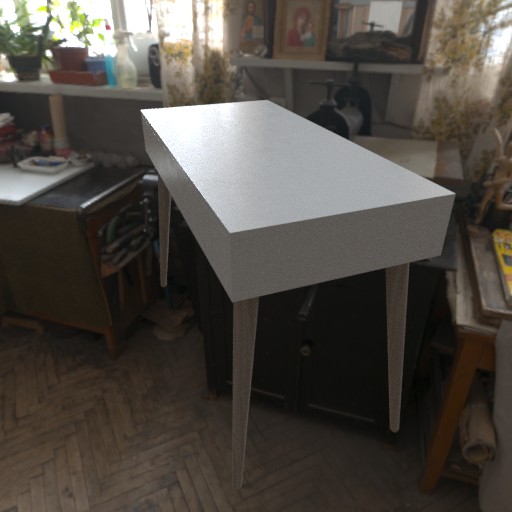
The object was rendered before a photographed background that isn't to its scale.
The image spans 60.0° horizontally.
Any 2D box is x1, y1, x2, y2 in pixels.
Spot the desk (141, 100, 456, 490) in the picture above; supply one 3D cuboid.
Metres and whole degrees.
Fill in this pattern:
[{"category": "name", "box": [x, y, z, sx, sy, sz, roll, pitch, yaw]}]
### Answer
[{"category": "desk", "box": [0.000, 0.000, 1.380, 0.491, 0.723, 0.979, -11, 32, -18]}]
